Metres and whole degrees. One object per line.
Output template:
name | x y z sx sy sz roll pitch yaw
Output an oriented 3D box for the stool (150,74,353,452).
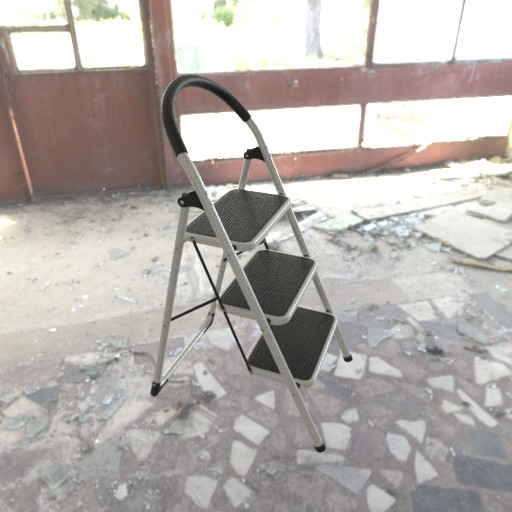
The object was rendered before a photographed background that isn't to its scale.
stool | 0.000 0.000 1.482 0.676 1.109 0.485 11 32 19
